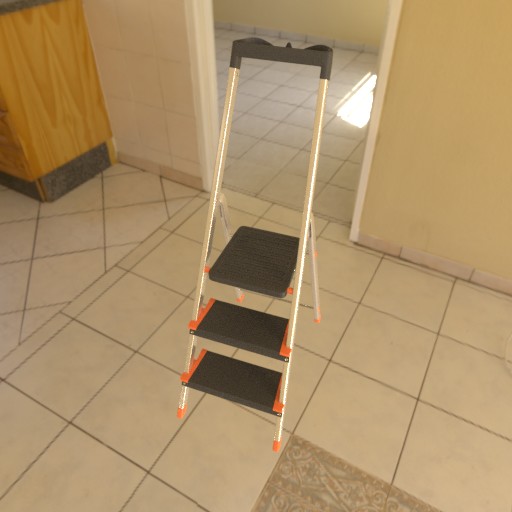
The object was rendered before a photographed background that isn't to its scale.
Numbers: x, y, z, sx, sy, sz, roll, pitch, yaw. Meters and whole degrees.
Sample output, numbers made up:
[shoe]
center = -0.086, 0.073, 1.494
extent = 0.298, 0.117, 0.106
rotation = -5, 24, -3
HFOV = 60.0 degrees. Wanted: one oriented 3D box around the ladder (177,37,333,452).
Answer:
[ladder]
center = 0.000, 0.000, 1.506
extent = 0.416, 1.229, 0.686
rotation = 13, 43, 14
